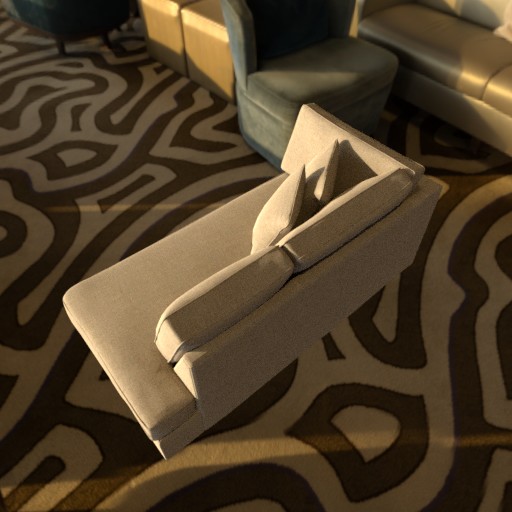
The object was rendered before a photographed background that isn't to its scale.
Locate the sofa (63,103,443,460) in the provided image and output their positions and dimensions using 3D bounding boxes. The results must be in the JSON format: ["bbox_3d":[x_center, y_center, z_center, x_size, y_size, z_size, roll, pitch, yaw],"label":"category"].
[{"bbox_3d":[0.000,0.000,2.839,2.238,1.019,1.110,-33,56,-26],"label":"sofa"}]
